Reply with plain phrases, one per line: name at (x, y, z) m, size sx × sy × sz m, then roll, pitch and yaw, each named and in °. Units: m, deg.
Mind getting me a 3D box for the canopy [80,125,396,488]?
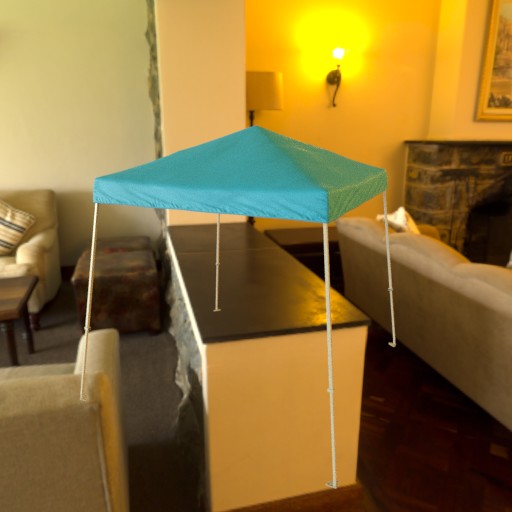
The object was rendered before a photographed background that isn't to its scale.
canopy at (0.000, 0.000, 5.039) m, size 2.849 × 2.850 × 2.850 m, roll 7°, pitch 17°, yaw 25°
